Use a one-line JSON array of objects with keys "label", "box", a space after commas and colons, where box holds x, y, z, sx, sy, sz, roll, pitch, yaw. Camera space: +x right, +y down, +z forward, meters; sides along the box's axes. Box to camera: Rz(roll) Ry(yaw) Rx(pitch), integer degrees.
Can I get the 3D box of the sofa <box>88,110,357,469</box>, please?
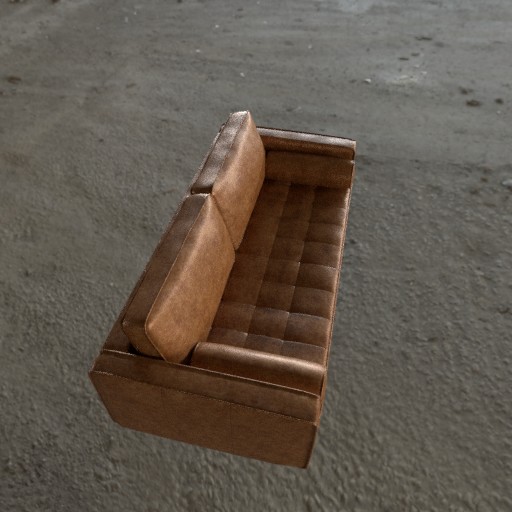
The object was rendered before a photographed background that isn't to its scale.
[{"label": "sofa", "box": [0.000, 0.000, 2.410, 0.924, 0.825, 1.920, 10, 47, 9]}]
